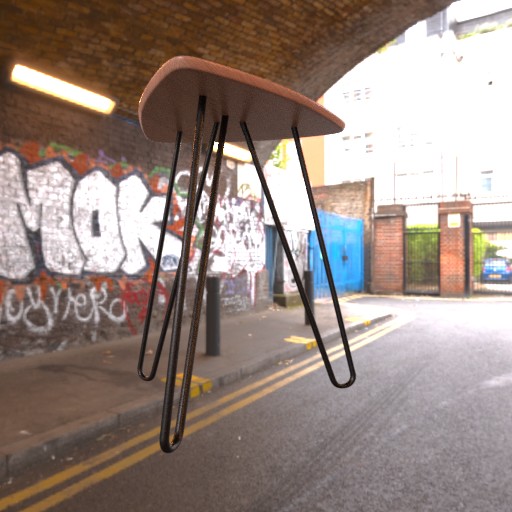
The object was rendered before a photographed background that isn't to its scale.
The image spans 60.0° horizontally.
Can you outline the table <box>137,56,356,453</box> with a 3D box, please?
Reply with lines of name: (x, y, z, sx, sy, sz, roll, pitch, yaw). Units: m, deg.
table: (0.000, 0.000, 0.886, 0.455, 0.564, 0.442, 0, -1, -19)
